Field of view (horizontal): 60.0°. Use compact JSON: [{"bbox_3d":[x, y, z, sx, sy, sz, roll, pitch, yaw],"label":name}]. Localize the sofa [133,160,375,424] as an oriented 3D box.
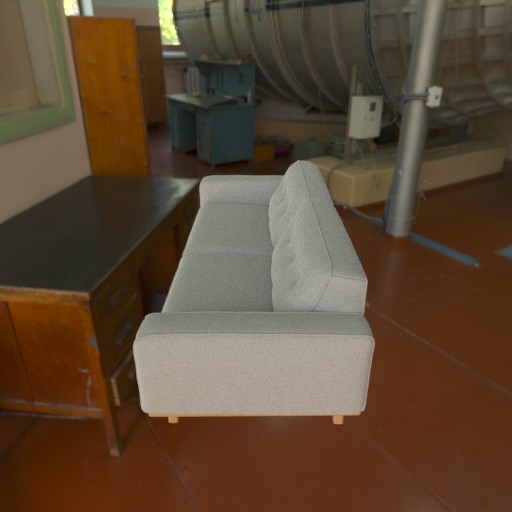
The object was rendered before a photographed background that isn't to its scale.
[{"bbox_3d":[0.000,0.000,2.780,0.956,0.781,2.270,0,26,1],"label":"sofa"}]
